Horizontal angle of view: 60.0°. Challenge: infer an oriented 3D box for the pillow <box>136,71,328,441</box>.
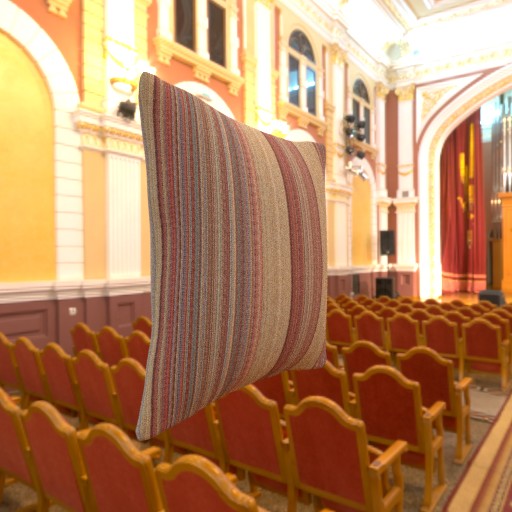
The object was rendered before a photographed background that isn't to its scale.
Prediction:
[{"bbox_3d":[0.000,0.000,0.665,0.136,0.419,0.437,0,0,37],"label":"pillow"}]
